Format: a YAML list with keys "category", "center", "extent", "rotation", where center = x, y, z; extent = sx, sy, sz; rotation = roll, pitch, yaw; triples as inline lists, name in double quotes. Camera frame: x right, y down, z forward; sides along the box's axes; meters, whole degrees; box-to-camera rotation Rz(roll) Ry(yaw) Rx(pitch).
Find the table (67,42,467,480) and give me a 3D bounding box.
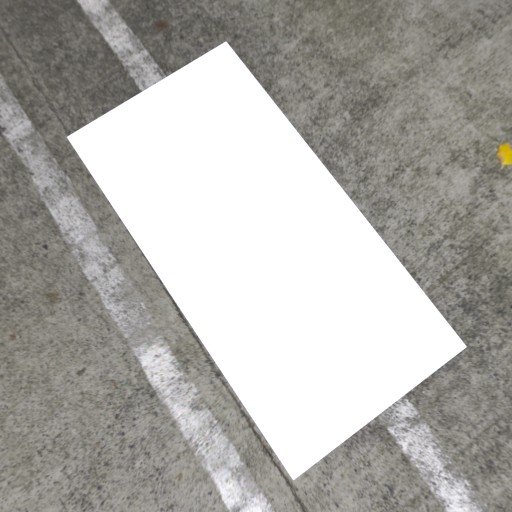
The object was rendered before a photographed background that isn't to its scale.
- category: "table"
  center: [0.000, 0.000, 1.304]
  extent: [0.500, 0.440, 1.000]
  rotation: [-34, 79, -7]
